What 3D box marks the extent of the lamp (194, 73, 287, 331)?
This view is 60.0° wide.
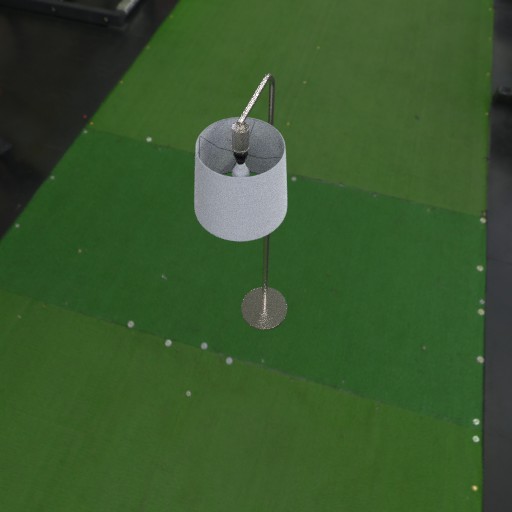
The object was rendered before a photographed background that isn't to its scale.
[{"bbox_3d":[0.000,0.000,1.673,0.254,1.478,0.508,17,60,10],"label":"lamp"}]
